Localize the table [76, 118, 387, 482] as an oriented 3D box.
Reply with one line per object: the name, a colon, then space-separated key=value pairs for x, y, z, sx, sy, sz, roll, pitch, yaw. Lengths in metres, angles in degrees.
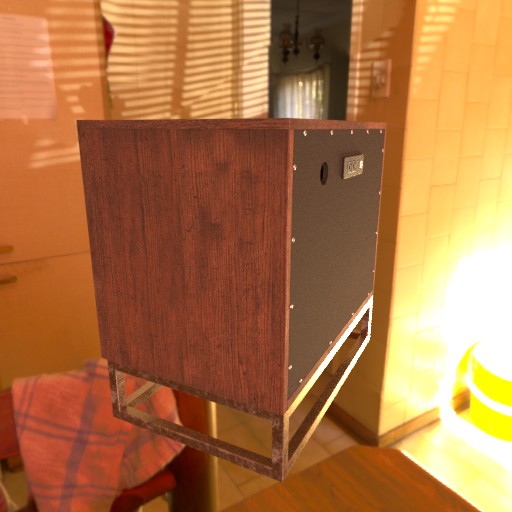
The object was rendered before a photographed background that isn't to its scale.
table: x=0.000 y=0.000 z=1.283 sx=0.542 sy=0.746 sz=0.767 roll=8 pitch=18 yaw=26
